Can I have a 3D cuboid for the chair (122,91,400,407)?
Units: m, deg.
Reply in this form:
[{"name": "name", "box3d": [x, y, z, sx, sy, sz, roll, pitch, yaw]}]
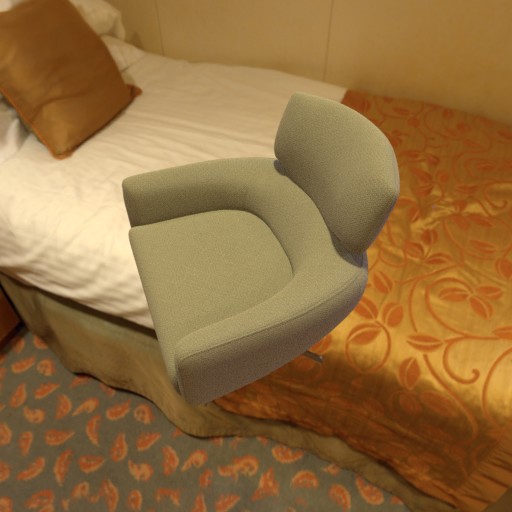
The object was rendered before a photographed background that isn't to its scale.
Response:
[{"name": "chair", "box3d": [0.000, 0.000, 1.425, 0.730, 0.810, 0.760, -16, 48, -15]}]
